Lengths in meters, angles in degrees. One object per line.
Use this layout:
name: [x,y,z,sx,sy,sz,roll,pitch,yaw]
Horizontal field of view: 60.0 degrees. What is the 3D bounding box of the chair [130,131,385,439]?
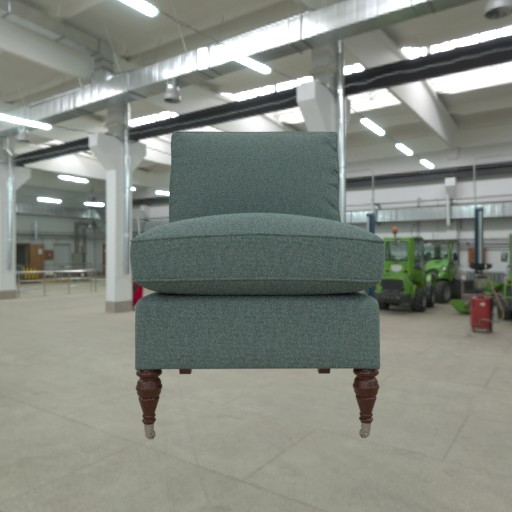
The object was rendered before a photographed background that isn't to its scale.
chair: [0.000,0.000,1.398,0.624,0.901,0.796,0,0,-1]
